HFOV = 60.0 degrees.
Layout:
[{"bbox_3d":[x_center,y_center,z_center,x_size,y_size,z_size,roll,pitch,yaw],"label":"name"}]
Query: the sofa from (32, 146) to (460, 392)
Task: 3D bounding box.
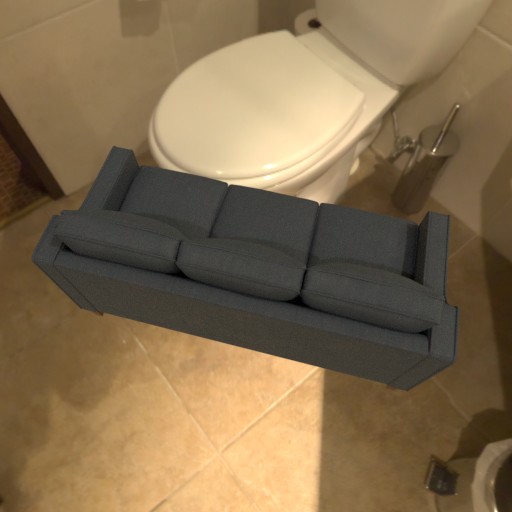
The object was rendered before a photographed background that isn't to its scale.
[{"bbox_3d":[0.000,0.000,2.491,1.986,0.974,0.911,13,63,7],"label":"sofa"}]
